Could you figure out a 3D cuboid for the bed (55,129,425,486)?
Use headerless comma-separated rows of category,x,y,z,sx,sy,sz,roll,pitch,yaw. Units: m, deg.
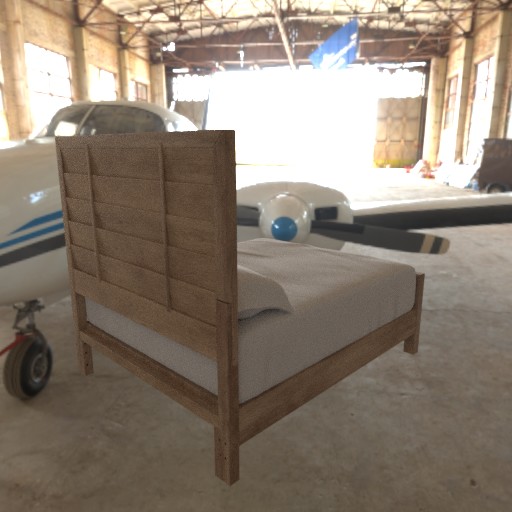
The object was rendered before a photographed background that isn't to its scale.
bed,0.000,0.000,3.156,1.615,1.631,2.017,13,19,43
